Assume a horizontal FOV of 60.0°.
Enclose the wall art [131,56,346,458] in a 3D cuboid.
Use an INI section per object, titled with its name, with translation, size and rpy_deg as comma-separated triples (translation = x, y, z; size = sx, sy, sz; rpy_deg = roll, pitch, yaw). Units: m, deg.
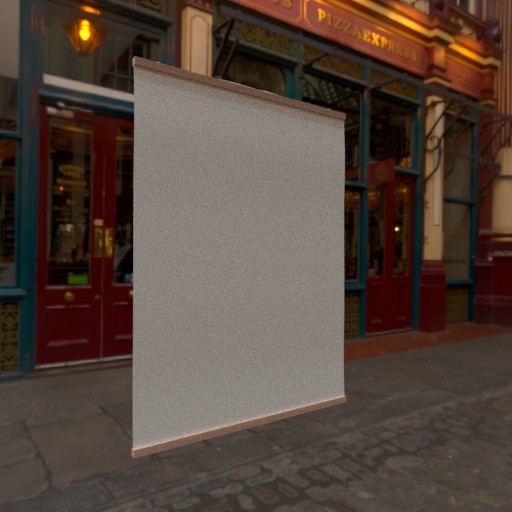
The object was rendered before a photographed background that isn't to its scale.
[wall art]
translation = 0.000, 0.000, 1.336
size = 0.758, 1.013, 0.020
rpy_deg = 0, -1, -35
